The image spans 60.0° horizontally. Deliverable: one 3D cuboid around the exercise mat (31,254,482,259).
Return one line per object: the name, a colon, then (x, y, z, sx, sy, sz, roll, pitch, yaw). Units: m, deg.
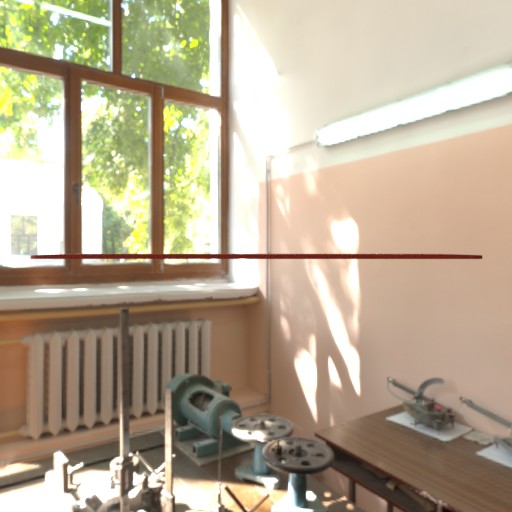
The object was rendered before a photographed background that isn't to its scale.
exercise mat: (0.000, 0.000, 2.084, 1.869, 0.021, 0.616, 0, 0, 1)
